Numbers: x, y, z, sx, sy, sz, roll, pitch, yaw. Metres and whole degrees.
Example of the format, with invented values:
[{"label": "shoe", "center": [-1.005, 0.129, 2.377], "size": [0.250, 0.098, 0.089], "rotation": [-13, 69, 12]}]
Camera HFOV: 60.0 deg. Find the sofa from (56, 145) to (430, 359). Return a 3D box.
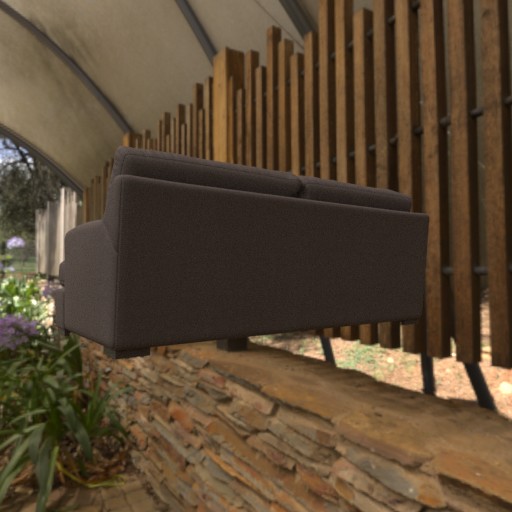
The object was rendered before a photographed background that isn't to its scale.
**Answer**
[{"label": "sofa", "center": [0.000, 0.000, 2.889], "size": [2.271, 0.950, 1.140], "rotation": [1, -2, -36]}]
